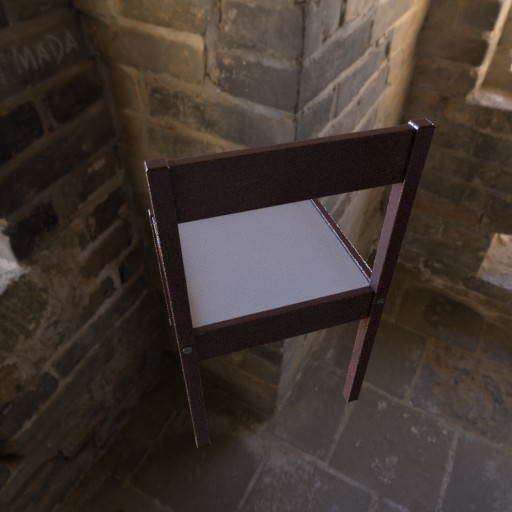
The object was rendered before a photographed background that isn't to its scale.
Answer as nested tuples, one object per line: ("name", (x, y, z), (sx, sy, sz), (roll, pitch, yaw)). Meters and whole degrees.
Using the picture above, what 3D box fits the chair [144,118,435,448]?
("chair", (0.000, 0.000, 0.672), (0.285, 0.505, 0.285), (-12, 43, -13))
